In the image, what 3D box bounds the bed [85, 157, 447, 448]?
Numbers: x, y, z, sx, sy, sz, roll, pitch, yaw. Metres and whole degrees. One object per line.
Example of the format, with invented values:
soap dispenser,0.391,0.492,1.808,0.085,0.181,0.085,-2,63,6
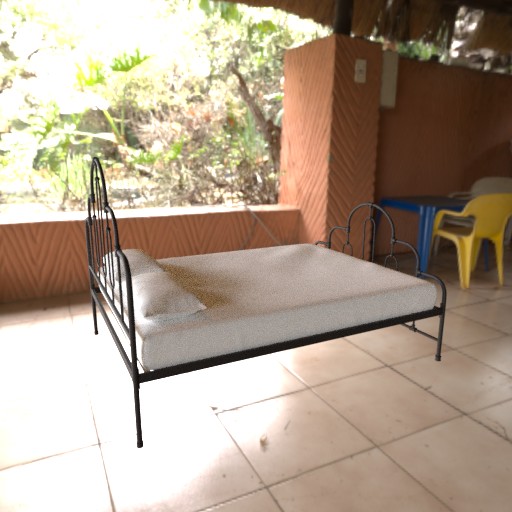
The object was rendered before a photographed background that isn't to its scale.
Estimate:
bed,0.000,0.000,3.250,2.163,1.429,1.640,-7,15,-26
